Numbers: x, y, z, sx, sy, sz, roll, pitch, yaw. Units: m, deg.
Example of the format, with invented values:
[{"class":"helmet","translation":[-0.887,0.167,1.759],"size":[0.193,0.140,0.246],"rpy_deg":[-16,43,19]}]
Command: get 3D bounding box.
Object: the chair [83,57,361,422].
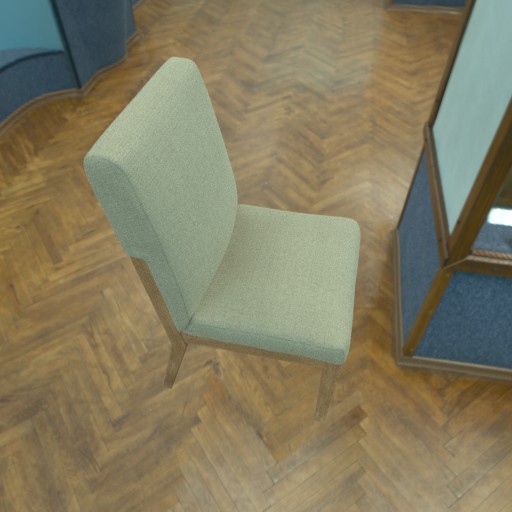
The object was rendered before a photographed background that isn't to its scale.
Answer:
[{"class":"chair","translation":[0.000,0.000,1.272],"size":[0.586,0.911,0.507],"rpy_deg":[10,47,9]}]
